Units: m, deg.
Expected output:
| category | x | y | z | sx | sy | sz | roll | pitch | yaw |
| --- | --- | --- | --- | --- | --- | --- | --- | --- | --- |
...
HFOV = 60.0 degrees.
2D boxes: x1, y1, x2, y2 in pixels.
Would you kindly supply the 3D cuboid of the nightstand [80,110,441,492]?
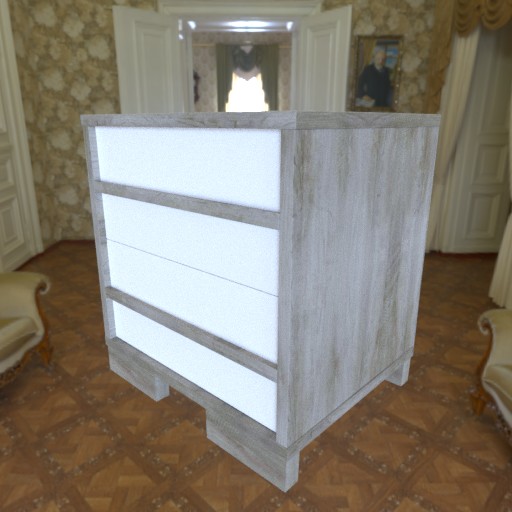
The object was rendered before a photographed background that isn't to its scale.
| category | x | y | z | sx | sy | sz | roll | pitch | yaw |
| --- | --- | --- | --- | --- | --- | --- | --- | --- | --- |
| nightstand | 0.000 | 0.000 | 0.737 | 0.427 | 0.448 | 0.347 | 15 | 23 | 41 |
